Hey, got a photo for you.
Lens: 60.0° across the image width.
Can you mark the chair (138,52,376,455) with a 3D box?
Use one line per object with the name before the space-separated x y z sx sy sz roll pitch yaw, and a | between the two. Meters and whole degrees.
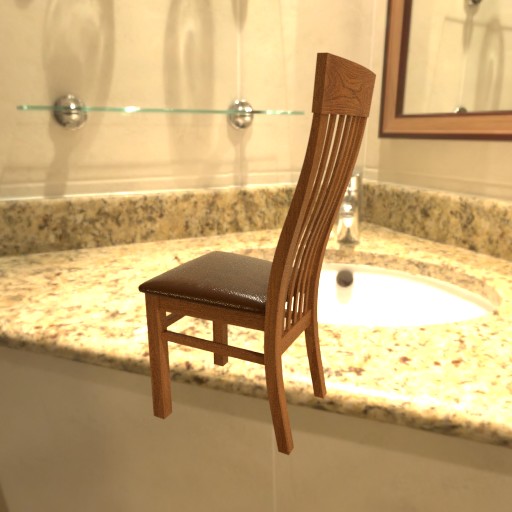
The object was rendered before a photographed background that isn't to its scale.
chair | 0.000 0.000 1.356 0.580 1.050 0.450 8 18 26
